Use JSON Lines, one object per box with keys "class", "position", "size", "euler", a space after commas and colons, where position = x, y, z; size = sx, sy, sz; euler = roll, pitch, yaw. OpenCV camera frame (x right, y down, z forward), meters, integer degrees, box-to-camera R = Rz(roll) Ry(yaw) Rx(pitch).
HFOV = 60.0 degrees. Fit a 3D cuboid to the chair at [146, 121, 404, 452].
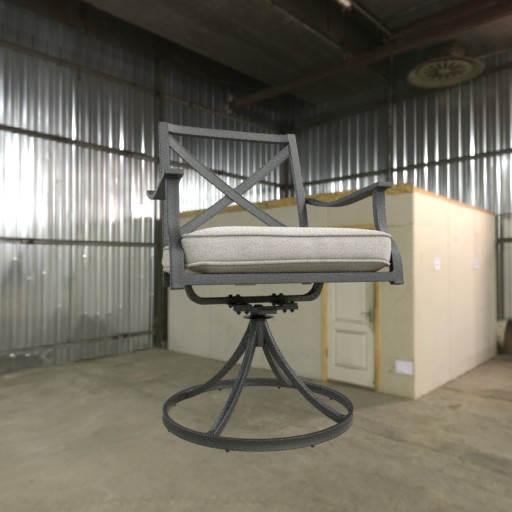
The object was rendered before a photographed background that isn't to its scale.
{"class": "chair", "position": [0.000, 0.000, 1.270], "size": [0.575, 0.889, 0.620], "euler": [0, 0, -18]}
